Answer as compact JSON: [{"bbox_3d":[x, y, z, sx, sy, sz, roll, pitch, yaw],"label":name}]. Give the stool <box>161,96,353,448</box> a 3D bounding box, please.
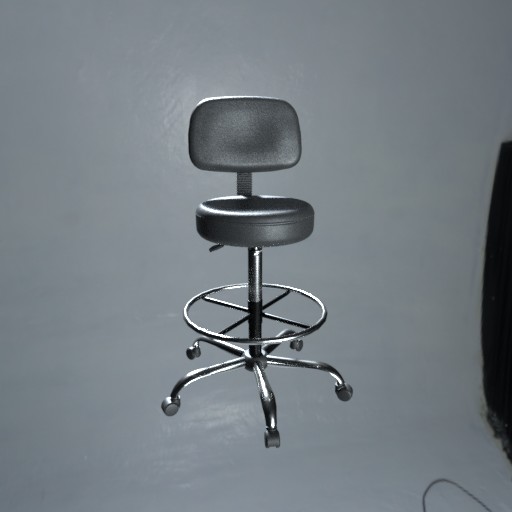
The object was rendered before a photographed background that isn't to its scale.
[{"bbox_3d":[0.000,0.000,1.524,0.694,1.069,0.658,-3,17,-9],"label":"stool"}]
